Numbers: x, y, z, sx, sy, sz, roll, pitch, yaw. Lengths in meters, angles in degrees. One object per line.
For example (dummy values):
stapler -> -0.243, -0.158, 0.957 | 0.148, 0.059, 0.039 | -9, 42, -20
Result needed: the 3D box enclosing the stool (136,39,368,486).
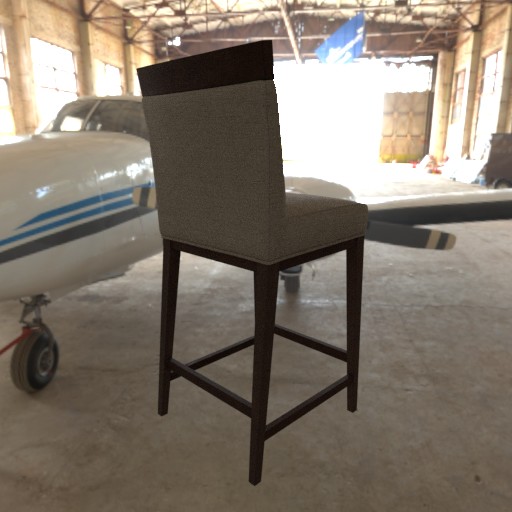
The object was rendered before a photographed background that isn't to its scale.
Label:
stool -> 0.000, 0.000, 1.397 | 0.511, 1.117, 0.531 | 14, 20, 43
